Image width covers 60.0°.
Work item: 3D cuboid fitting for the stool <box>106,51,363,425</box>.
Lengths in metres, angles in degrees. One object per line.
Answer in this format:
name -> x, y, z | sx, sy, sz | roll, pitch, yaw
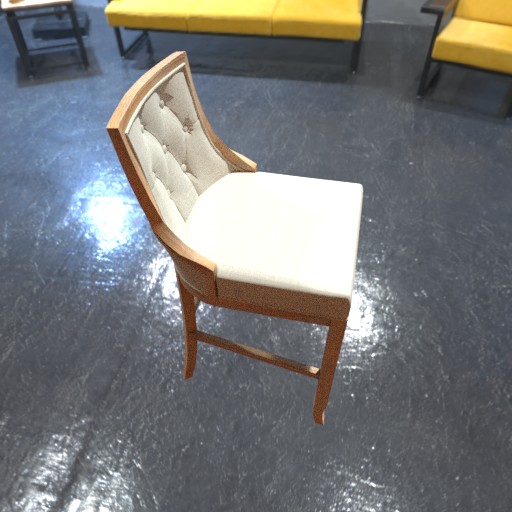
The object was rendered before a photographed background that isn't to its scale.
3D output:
stool -> 0.000, 0.000, 1.452 | 0.626, 1.101, 0.524 | 9, 46, 9
